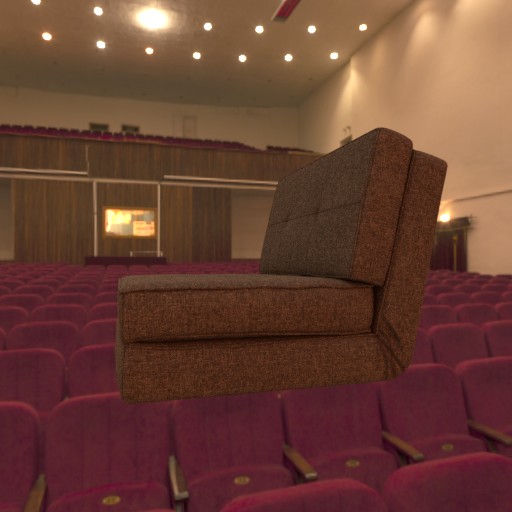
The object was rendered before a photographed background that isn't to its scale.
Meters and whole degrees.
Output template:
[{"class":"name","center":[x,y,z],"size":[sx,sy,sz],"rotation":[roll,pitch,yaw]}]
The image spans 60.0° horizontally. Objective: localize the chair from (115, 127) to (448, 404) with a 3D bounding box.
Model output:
[{"class":"chair","center":[0.000,0.000,1.326],"size":[0.800,0.615,0.740],"rotation":[0,-1,-17]}]
